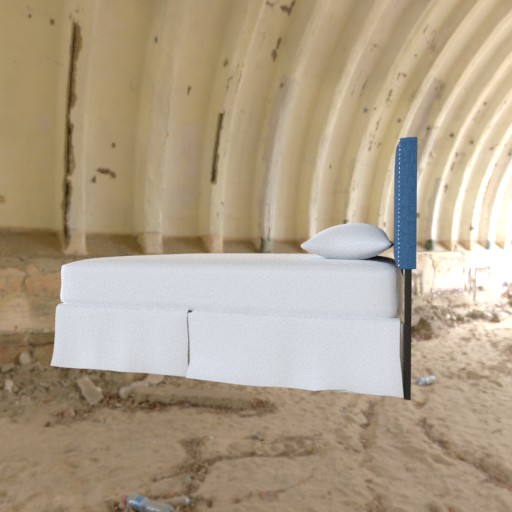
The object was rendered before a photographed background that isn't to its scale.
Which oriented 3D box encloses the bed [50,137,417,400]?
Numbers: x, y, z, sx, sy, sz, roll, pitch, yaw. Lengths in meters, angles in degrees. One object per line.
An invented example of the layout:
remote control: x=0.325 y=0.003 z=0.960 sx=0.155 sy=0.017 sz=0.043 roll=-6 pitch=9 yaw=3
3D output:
bed: x=0.000 y=0.000 z=2.856 sx=1.872 sy=1.169 sz=1.610 roll=0 pitch=1 yaw=17
